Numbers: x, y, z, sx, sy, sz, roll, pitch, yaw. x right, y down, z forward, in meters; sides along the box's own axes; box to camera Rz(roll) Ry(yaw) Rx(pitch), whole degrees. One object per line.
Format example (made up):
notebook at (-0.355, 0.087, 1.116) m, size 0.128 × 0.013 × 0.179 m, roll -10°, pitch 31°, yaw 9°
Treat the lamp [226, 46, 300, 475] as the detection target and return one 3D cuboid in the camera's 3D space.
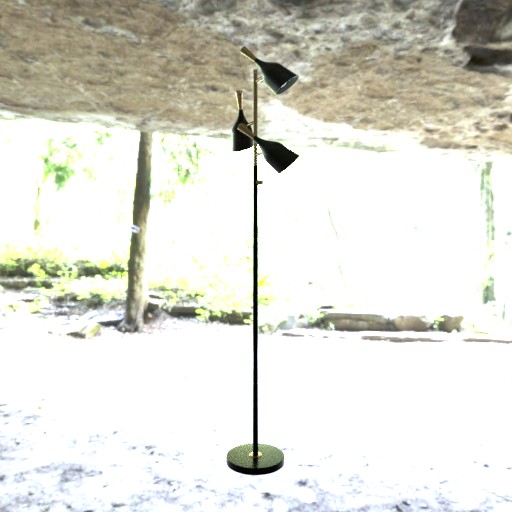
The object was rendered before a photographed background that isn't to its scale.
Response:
lamp at (0.000, 0.000, 1.924) m, size 0.253 × 1.778 × 0.434 m, roll 0°, pitch -1°, yaw -35°
